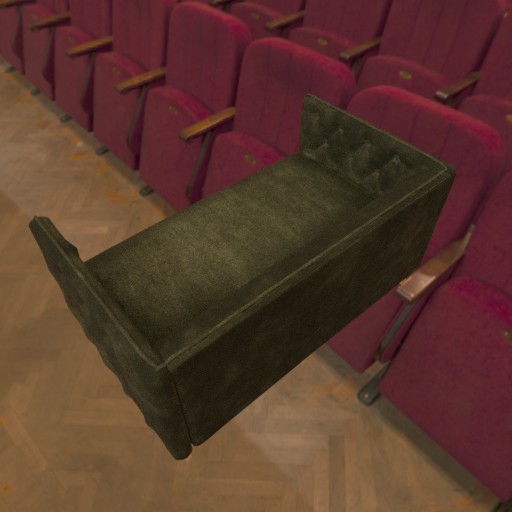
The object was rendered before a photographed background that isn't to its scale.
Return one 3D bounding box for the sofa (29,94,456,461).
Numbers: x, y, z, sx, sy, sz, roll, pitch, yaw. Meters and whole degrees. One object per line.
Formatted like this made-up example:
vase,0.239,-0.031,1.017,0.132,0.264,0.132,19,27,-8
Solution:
sofa,0.000,0.000,2.017,1.537,0.768,0.895,-32,55,-26
